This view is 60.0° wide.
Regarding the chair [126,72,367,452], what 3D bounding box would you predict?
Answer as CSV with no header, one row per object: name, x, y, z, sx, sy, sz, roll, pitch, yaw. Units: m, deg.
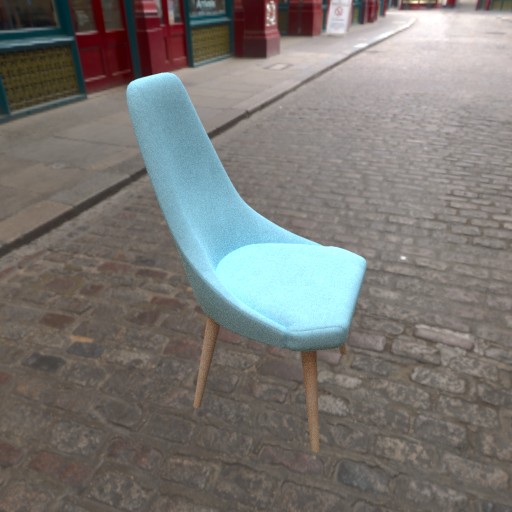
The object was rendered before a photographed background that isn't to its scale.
chair,0.000,0.000,1.406,0.660,1.040,0.510,11,32,18
